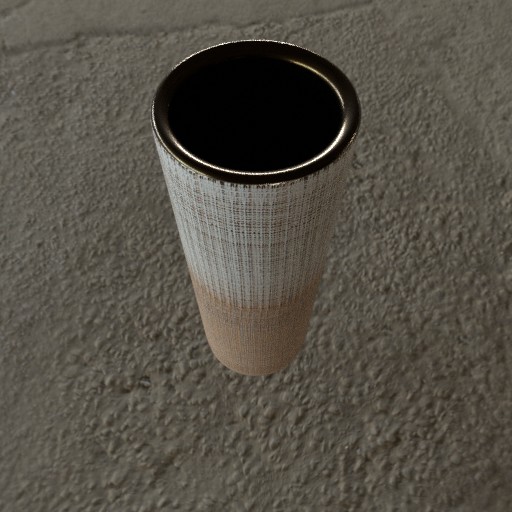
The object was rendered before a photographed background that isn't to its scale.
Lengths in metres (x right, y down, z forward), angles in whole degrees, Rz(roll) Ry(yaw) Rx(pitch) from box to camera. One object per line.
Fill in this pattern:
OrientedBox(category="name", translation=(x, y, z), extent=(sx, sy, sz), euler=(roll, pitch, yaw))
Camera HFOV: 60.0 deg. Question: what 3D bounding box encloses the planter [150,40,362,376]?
OrientedBox(category="planter", translation=(0.000, 0.000, 0.325), extent=(0.099, 0.278, 0.099), euler=(-12, 59, -7))
